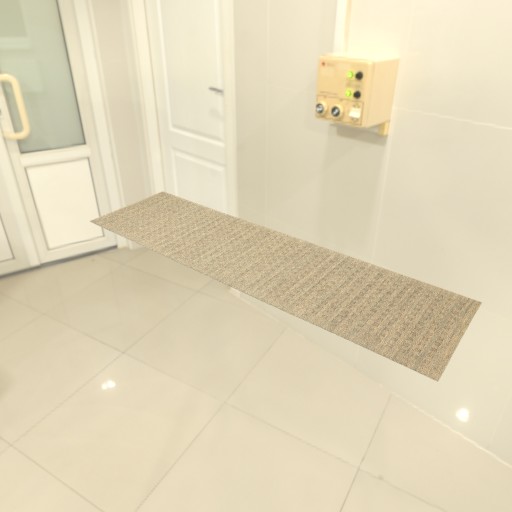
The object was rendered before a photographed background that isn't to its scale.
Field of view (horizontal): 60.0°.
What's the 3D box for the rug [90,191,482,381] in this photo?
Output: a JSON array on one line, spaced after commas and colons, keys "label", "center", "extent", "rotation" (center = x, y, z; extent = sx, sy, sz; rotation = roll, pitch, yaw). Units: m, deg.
[{"label": "rug", "center": [0.000, 0.000, 2.710], "extent": [2.437, 0.005, 0.688], "rotation": [22, 37, 32]}]
